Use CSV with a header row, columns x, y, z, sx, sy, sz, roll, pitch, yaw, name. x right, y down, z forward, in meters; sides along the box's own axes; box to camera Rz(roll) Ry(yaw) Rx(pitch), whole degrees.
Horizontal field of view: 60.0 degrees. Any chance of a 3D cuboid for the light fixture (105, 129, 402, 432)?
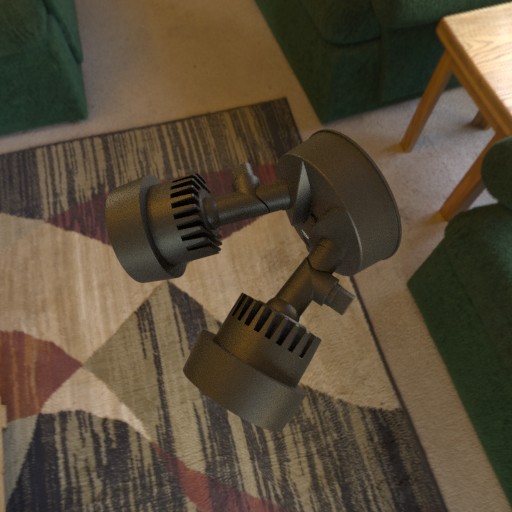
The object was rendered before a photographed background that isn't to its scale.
x,y,z,sx,sy,sz,roll,pitch,yaw,name
0.000,0.000,0.319,0.168,0.120,0.213,-31,69,-13,light fixture
